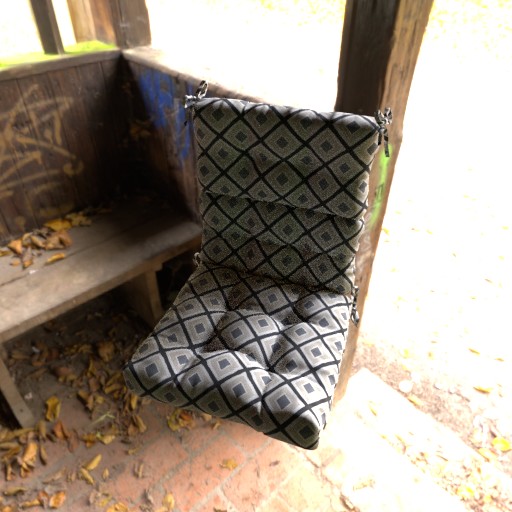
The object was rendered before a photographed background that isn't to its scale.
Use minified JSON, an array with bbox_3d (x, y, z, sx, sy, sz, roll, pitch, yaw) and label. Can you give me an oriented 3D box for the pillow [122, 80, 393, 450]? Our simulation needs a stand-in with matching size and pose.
[{"bbox_3d":[0.000,0.000,1.040,0.519,0.605,0.571,12,40,15],"label":"pillow"}]
